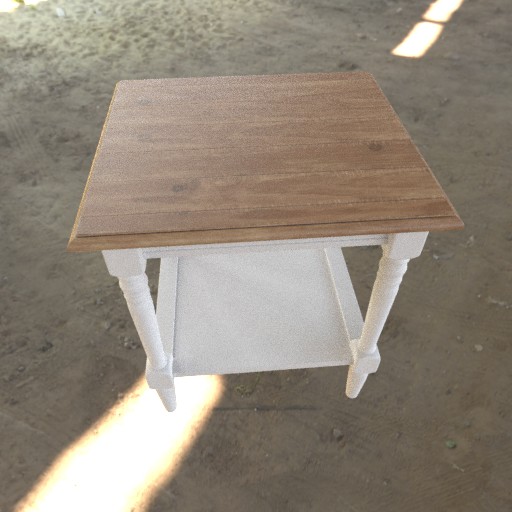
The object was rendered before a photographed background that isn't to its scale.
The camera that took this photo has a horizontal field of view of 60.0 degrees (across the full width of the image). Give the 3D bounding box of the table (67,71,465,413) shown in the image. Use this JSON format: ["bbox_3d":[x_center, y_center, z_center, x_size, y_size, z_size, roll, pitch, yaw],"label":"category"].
[{"bbox_3d":[0.000,0.000,0.913,0.508,0.561,0.457,-3,46,-3],"label":"table"}]
